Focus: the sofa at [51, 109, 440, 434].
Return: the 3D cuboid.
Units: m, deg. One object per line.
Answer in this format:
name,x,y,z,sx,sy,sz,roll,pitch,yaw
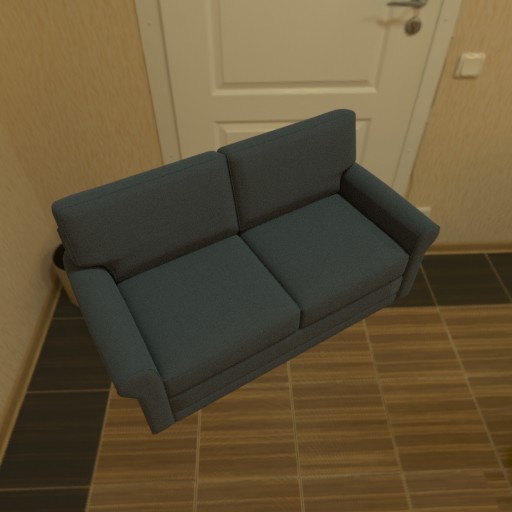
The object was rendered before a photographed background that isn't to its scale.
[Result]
sofa,0.000,0.000,2.535,1.930,1.020,0.940,-24,50,-21
